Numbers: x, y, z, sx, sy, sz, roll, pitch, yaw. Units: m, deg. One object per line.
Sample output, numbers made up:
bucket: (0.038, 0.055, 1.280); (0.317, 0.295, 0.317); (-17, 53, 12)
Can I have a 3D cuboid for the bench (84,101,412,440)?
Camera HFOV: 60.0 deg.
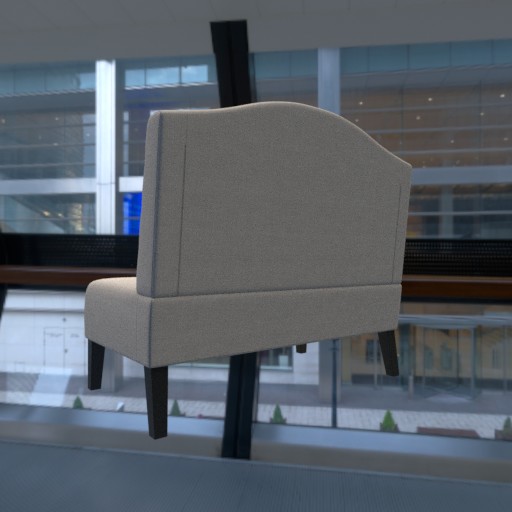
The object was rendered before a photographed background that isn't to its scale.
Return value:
bench: (0.000, 0.000, 2.060); (1.335, 1.180, 0.815); (0, 0, -37)
